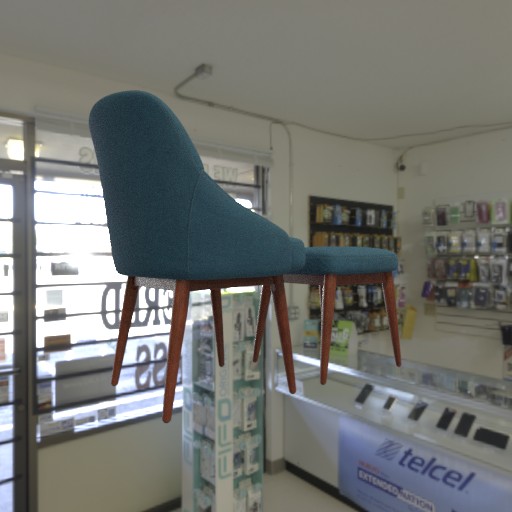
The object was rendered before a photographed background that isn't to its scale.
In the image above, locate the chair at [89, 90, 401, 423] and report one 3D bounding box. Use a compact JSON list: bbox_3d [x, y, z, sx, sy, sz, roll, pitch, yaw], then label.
[{"bbox_3d":[0.000,0.000,1.567,1.114,0.866,0.584,0,0,-36],"label":"chair"}]
